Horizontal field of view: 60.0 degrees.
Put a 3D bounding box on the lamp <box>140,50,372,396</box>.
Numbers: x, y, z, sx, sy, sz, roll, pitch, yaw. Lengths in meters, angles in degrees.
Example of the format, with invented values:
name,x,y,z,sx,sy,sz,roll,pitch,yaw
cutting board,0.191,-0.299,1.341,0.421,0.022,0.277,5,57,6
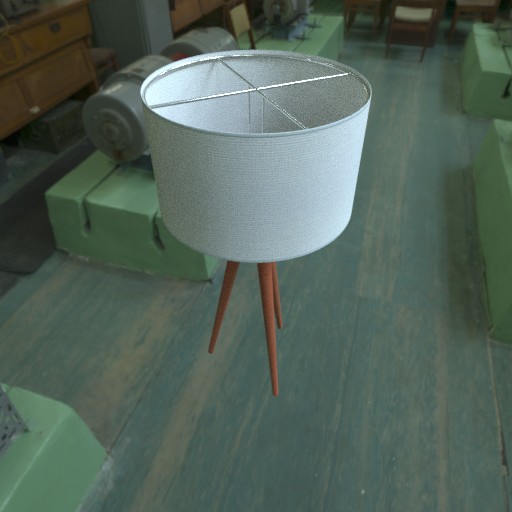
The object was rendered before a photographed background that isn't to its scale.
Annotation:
name,x,y,z,sx,sy,sz,roll,pitch,yaw
lamp,0.000,0.000,0.922,0.354,0.709,0.355,11,42,12
